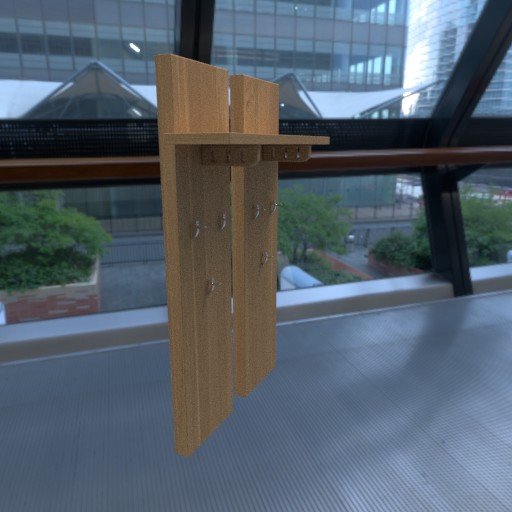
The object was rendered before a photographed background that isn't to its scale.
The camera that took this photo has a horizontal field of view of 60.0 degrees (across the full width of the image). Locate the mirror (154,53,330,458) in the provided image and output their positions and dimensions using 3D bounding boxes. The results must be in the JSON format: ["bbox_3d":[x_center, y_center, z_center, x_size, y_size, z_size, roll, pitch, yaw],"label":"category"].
[{"bbox_3d":[0.000,0.000,1.601,0.260,1.250,0.800,7,16,26],"label":"mirror"}]
